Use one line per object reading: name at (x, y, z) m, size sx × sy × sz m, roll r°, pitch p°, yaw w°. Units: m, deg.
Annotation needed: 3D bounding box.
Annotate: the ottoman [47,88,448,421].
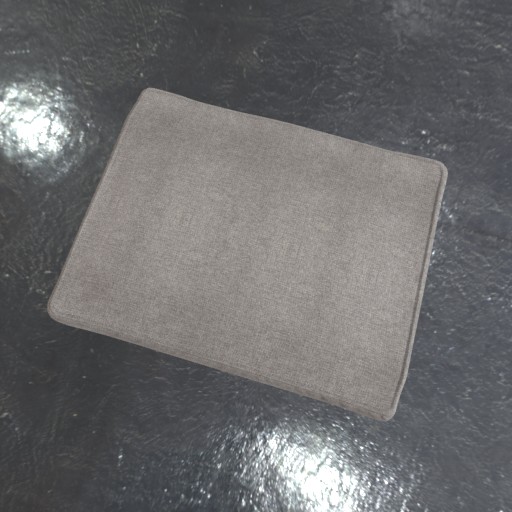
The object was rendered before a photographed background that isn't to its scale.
ottoman at (0.000, 0.000, 1.240) m, size 0.833 × 0.492 × 0.652 m, roll 16°, pitch 75°, yaw 4°
